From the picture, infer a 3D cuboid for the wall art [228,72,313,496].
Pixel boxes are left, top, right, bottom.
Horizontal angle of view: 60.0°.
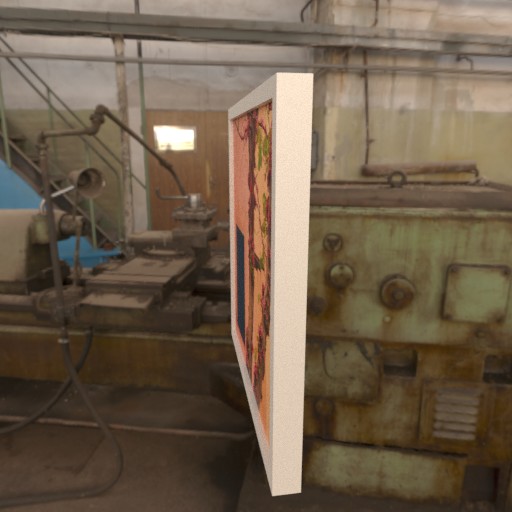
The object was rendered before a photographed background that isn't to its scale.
[{"bbox_3d":[0.000,0.000,0.753,0.038,0.508,0.507,-2,14,-9],"label":"wall art"}]
